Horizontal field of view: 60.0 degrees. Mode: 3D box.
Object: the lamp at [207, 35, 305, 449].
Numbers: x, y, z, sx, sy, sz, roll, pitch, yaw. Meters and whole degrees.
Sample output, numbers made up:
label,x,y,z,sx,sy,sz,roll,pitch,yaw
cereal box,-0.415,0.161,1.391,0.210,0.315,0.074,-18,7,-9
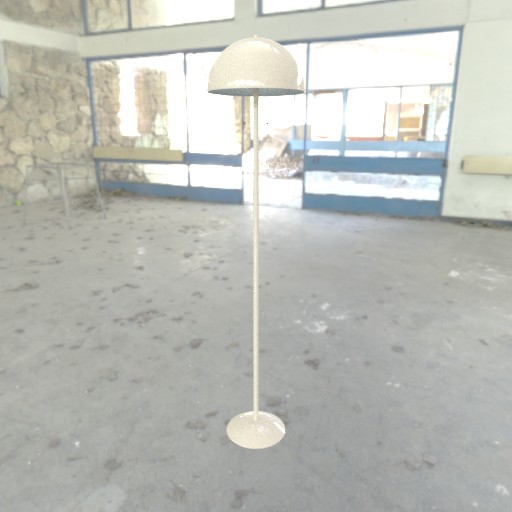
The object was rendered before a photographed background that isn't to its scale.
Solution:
label,x,y,z,sx,sy,sz,roll,pitch,yaw
lamp,0.000,0.000,1.631,0.328,1.480,0.328,7,17,25
